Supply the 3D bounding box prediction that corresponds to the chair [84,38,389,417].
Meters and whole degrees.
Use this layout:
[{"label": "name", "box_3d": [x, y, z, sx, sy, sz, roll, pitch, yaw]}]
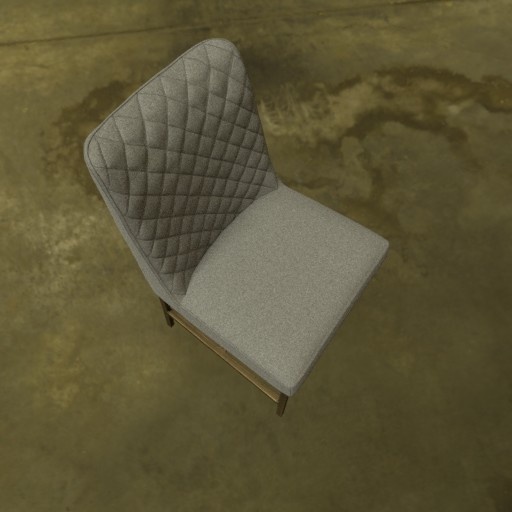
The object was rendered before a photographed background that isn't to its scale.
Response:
[{"label": "chair", "box_3d": [0.000, 0.000, 1.225, 0.587, 0.889, 0.508, 32, 66, 17]}]
